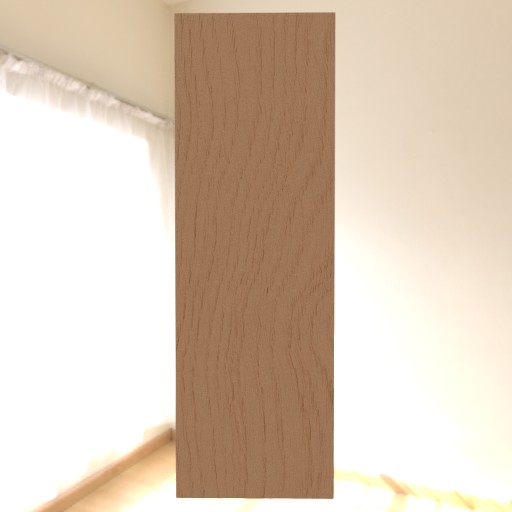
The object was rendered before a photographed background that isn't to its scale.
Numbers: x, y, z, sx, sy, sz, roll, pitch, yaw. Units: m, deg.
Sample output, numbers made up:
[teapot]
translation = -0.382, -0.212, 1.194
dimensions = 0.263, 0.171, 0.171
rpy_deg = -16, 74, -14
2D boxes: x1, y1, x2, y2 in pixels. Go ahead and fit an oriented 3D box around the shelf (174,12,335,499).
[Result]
[shelf]
translation = 0.000, 0.000, 0.692
dimensions = 0.200, 0.600, 0.290
rpy_deg = 0, 1, 1
